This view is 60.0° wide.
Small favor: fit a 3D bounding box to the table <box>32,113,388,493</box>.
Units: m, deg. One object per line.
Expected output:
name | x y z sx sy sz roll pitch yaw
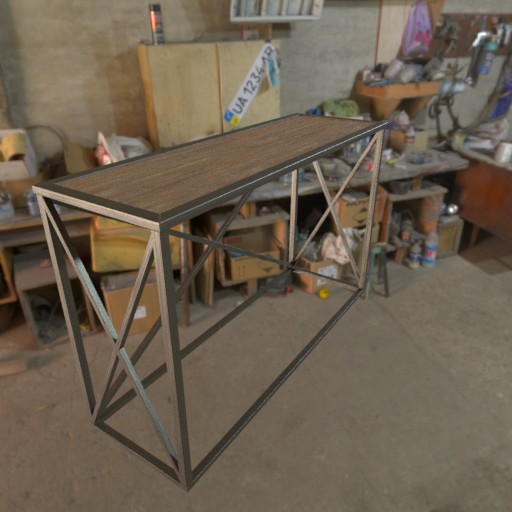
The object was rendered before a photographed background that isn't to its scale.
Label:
table | 0.000 0.000 1.518 0.402 0.753 1.216 17 31 30
